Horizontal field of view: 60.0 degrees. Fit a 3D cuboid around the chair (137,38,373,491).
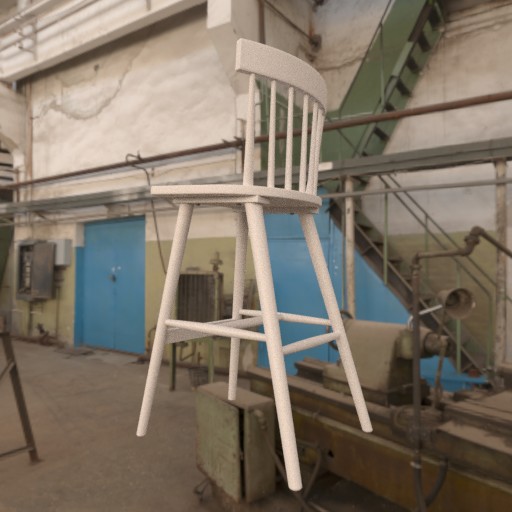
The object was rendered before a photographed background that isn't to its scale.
[{"bbox_3d":[0.000,0.000,1.371,0.572,1.092,0.483,-1,-1,36],"label":"chair"}]
